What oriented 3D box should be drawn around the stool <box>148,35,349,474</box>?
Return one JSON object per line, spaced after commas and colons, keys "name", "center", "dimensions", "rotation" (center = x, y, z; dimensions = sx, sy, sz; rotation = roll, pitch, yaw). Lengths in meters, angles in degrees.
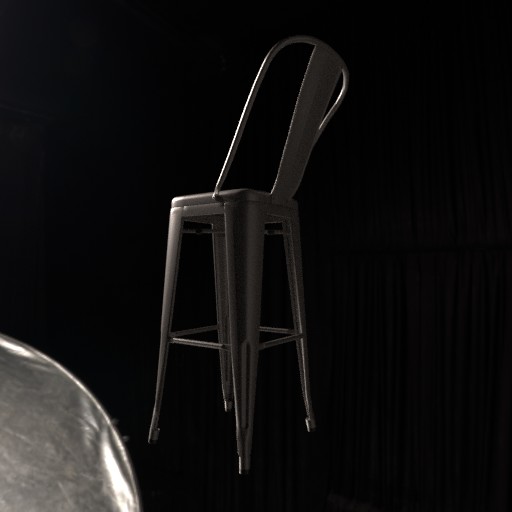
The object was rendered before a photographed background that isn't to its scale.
{"name": "stool", "center": [0.000, 0.000, 1.314], "dimensions": [0.513, 1.096, 0.399], "rotation": [-1, -2, 35]}
